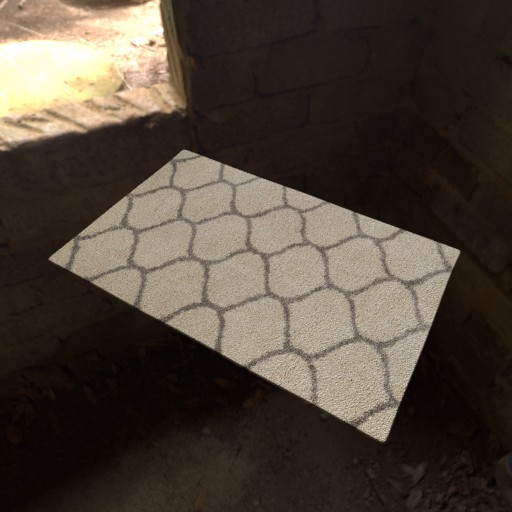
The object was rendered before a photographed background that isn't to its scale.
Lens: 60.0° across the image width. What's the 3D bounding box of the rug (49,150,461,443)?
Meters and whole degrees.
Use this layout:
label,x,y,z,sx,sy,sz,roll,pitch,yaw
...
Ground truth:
label,x,y,z,sx,sy,sz,roll,pitch,yaw
rug,0.000,0.000,2.983,2.348,0.024,1.501,24,52,20
